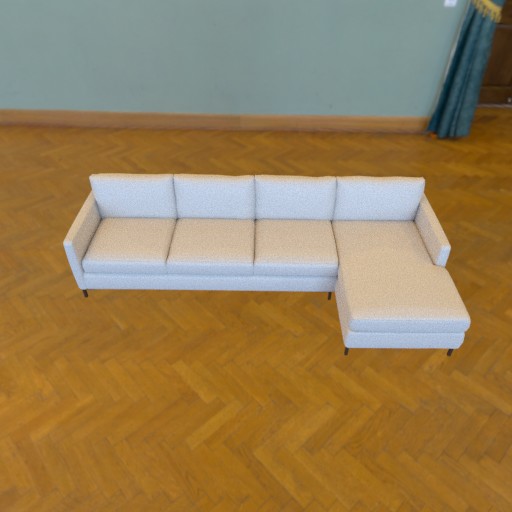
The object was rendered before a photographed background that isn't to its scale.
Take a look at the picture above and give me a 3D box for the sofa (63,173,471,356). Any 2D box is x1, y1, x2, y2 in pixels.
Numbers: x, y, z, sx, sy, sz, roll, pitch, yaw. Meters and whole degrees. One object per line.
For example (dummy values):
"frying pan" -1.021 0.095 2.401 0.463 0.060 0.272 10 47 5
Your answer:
"sofa" 0.000 0.000 3.237 2.731 0.755 1.258 1 40 1
